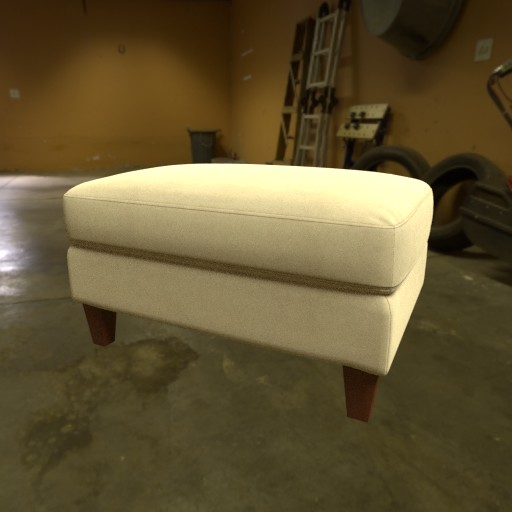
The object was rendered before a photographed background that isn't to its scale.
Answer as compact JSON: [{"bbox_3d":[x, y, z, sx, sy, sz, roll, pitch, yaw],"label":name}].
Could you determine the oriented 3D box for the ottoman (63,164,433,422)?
[{"bbox_3d":[0.000,0.000,1.231,0.864,0.483,0.584,8,19,25],"label":"ottoman"}]
